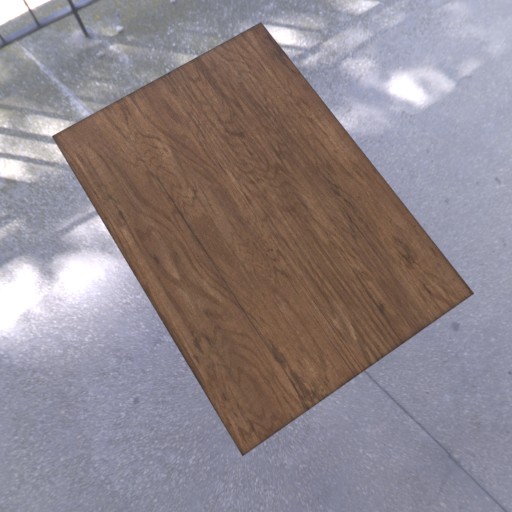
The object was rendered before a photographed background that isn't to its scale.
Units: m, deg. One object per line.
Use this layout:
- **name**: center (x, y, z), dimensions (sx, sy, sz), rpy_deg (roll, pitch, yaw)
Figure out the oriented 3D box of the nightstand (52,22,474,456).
- **nightstand**: center (0.000, 0.000, 1.025), dimensions (0.446, 0.610, 0.610), rpy_deg (-32, 78, -8)
